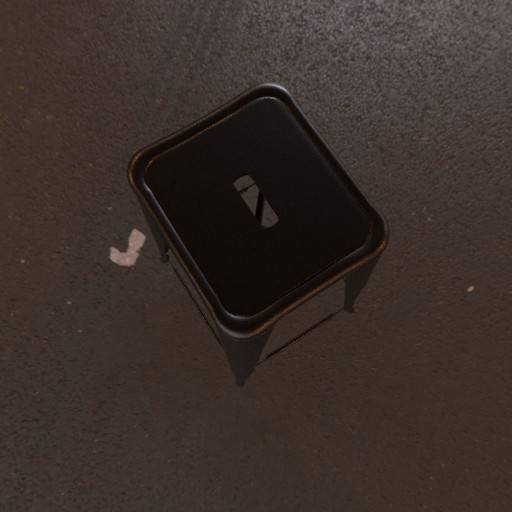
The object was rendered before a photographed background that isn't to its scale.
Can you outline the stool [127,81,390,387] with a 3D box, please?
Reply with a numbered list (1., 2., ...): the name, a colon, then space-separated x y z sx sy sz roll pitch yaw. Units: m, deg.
1. stool: 0.000 0.000 0.867 0.359 0.609 0.399 -32 78 -8
